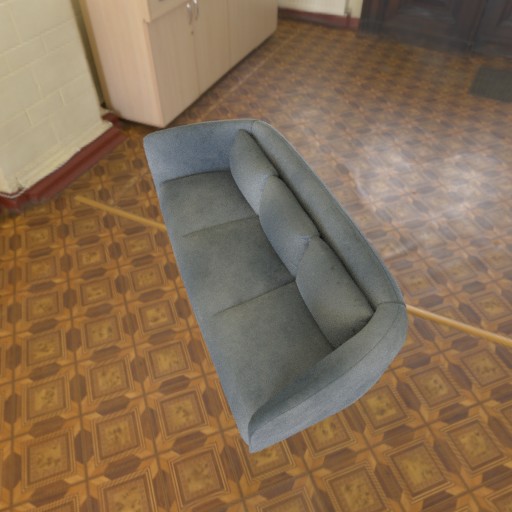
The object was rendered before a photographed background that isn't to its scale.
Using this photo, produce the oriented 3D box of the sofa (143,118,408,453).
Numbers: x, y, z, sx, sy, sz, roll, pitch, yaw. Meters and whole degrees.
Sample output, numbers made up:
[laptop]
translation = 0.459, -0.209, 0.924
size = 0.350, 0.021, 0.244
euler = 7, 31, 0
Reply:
[sofa]
translation = 0.000, 0.000, 2.527
size = 0.849, 0.795, 2.095
euler = -15, 48, -14
